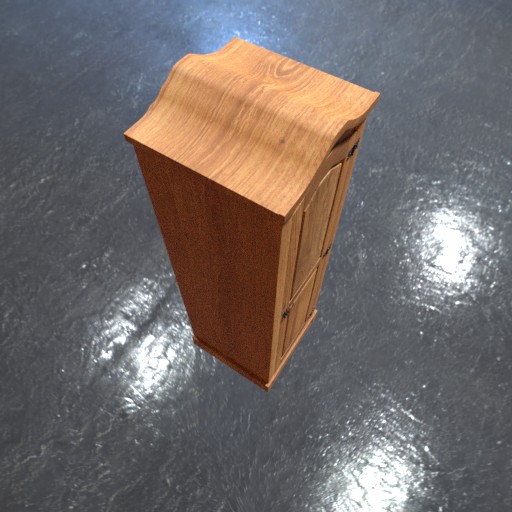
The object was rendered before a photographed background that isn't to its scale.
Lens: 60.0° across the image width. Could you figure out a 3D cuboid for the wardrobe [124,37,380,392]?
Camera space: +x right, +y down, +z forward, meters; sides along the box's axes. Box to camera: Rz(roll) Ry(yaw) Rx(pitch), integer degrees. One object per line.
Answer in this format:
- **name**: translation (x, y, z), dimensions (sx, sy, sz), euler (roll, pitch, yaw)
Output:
- **wardrobe**: translation (0.000, 0.000, 2.107), dimensions (0.570, 1.870, 0.590), euler (29, 63, 17)
